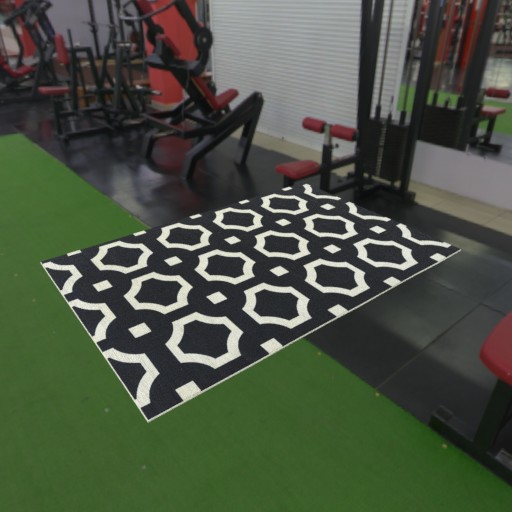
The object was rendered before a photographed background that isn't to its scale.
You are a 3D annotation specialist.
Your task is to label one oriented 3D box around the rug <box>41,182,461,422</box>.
[{"bbox_3d":[0.000,0.000,2.906,2.286,0.016,1.555,-21,37,-32],"label":"rug"}]
